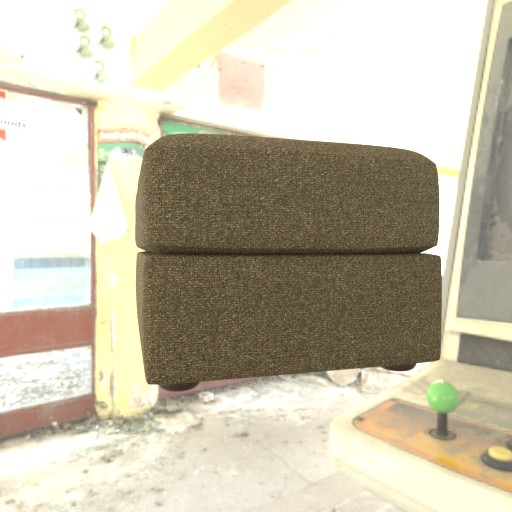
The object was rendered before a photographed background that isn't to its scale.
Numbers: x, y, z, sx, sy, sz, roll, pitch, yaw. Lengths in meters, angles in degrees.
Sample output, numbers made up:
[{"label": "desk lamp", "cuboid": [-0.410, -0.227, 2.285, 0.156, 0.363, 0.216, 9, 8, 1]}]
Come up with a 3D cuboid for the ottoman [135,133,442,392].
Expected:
[{"label": "ottoman", "cuboid": [0.000, 0.000, 1.145, 0.598, 0.476, 0.742, 0, 1, -16]}]
